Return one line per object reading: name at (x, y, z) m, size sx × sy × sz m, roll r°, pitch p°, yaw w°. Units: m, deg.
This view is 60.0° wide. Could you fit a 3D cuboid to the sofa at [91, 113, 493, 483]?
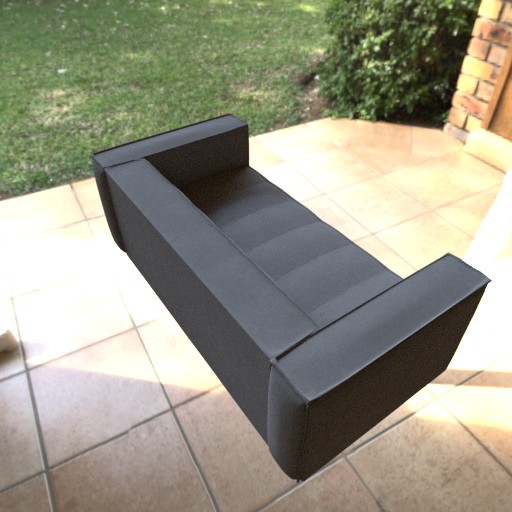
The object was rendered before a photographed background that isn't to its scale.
sofa at (0.000, 0.000, 2.400) m, size 1.038 × 0.680 × 1.995 m, roll -25°, pitch 47°, yaw -26°
